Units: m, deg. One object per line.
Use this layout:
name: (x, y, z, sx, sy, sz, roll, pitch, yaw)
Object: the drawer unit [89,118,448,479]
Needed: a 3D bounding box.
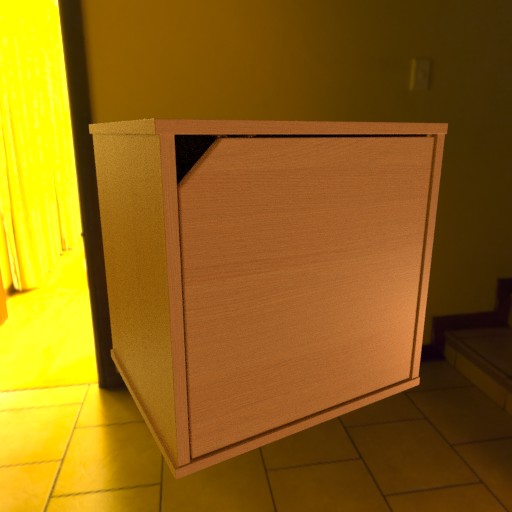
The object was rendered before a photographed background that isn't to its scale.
drawer unit: (0.000, 0.000, 0.599, 0.349, 0.344, 0.290, -9, 18, -28)
